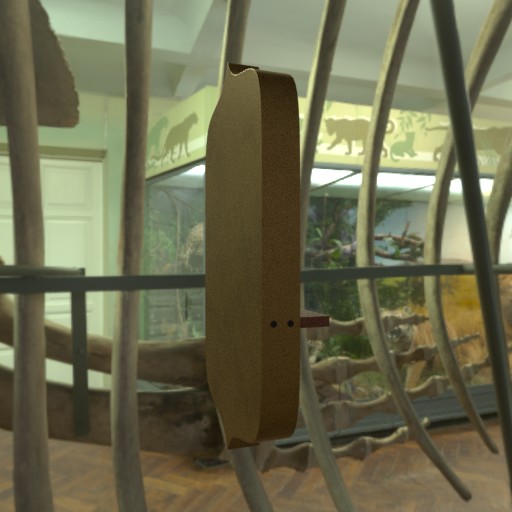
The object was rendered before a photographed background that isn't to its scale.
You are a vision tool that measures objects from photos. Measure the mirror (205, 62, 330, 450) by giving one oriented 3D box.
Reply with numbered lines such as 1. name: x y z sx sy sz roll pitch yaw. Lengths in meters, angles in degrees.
1. mirror: 0.000 0.000 0.717 0.096 0.613 0.323 0 0 -19
